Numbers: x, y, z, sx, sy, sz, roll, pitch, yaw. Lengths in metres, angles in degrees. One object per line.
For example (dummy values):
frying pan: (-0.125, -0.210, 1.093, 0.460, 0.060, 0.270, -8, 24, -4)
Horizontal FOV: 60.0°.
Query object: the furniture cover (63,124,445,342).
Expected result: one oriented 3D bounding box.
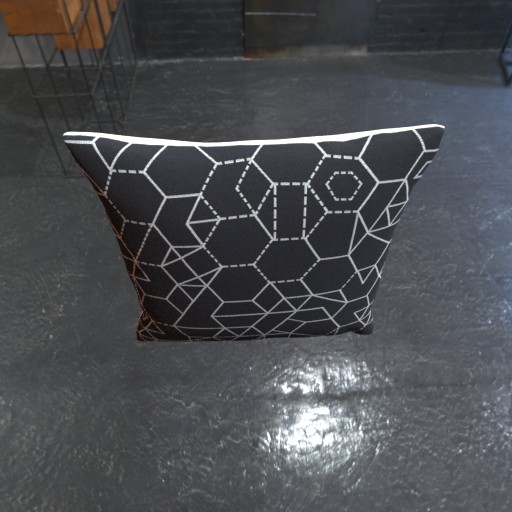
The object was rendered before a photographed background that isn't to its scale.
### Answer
furniture cover: (0.000, 0.000, 0.783, 0.517, 0.508, 0.158, -2, 48, -2)
